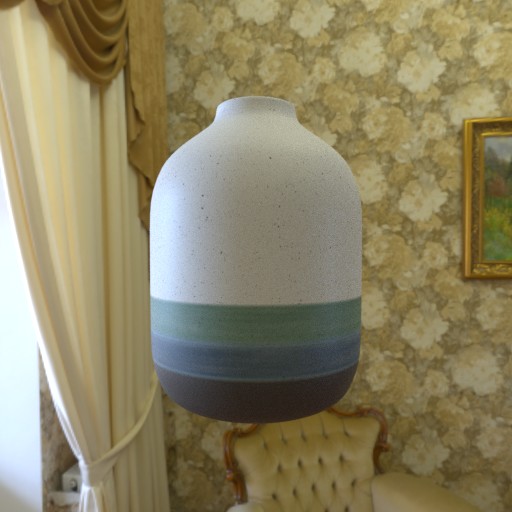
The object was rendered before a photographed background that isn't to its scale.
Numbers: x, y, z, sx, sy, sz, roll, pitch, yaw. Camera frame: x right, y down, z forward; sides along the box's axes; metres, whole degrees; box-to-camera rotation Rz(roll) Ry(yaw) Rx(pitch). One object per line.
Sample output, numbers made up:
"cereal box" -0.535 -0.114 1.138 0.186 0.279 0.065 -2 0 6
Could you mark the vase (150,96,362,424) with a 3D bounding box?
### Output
"vase" 0.000 0.000 0.364 0.169 0.240 0.169 0 1 0
